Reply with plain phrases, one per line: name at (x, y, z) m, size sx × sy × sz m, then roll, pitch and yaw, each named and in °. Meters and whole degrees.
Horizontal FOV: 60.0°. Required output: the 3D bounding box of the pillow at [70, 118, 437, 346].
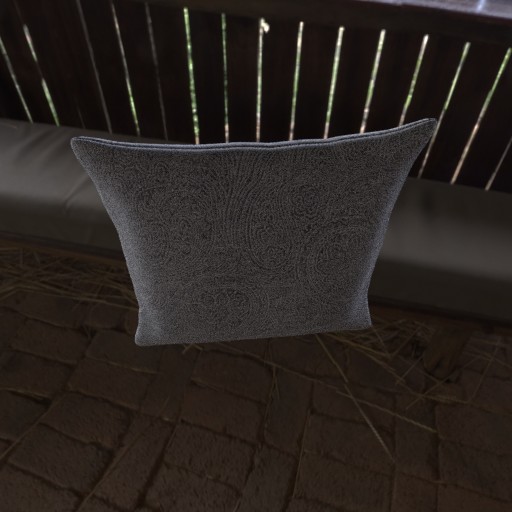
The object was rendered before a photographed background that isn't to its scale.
pillow at (0.000, 0.000, 0.800) m, size 0.523 × 0.510 × 0.166 m, roll -4°, pitch 47°, yaw -4°
